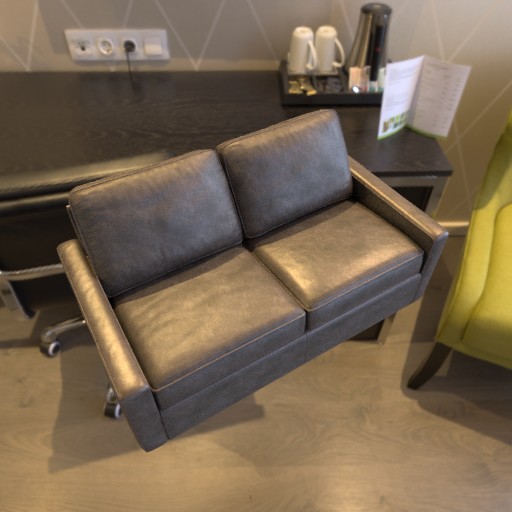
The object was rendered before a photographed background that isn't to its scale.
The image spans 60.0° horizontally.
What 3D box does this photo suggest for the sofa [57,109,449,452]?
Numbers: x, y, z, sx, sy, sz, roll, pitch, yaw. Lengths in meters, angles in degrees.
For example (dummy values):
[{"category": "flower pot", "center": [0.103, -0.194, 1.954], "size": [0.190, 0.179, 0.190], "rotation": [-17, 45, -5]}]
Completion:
[{"category": "sofa", "center": [0.000, 0.000, 2.256], "size": [1.732, 0.916, 0.939], "rotation": [-24, 51, -21]}]
